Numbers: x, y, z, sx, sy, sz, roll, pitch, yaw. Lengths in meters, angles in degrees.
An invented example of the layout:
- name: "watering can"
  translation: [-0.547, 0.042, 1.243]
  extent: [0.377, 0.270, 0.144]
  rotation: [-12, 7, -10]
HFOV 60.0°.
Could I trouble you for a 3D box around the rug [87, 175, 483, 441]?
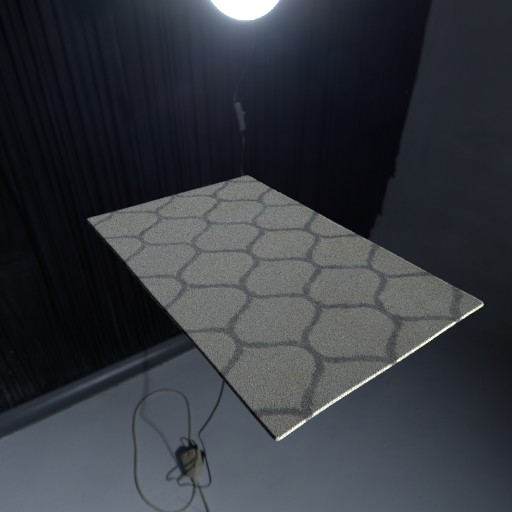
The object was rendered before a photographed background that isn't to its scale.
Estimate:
- name: "rug"
  translation: [0.000, 0.000, 2.940]
  extent: [1.501, 0.024, 2.348]
  rotation: [-21, 38, -30]
